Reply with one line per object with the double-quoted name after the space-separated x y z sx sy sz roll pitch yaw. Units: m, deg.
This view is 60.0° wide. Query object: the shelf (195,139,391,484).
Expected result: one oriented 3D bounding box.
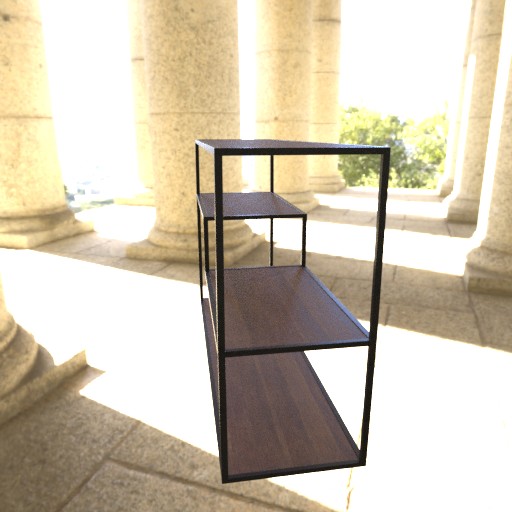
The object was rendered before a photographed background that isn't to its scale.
0.000 0.000 1.533 0.361 0.765 1.201 -2 16 -9 "shelf"
